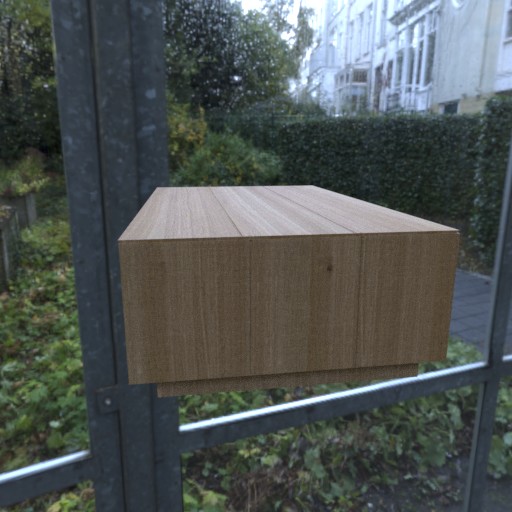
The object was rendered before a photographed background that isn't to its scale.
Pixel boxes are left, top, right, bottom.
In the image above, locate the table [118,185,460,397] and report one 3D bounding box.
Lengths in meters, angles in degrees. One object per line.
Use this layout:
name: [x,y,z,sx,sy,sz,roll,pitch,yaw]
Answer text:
table: [0.000,0.000,1.432,0.678,0.353,1.110,-2,14,-8]
